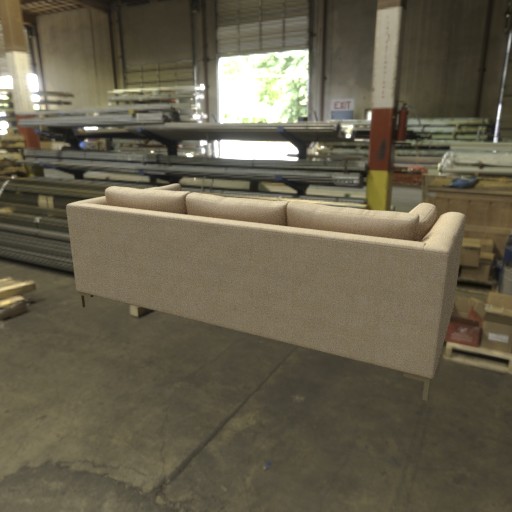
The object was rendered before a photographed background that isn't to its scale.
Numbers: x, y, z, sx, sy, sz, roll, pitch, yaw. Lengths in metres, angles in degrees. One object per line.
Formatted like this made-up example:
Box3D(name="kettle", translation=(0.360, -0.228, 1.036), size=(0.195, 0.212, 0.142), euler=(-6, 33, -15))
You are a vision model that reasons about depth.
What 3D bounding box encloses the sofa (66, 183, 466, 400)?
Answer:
Box3D(name="sofa", translation=(0.000, 0.000, 2.948), size=(2.415, 0.867, 0.969), euler=(9, 19, 27))
